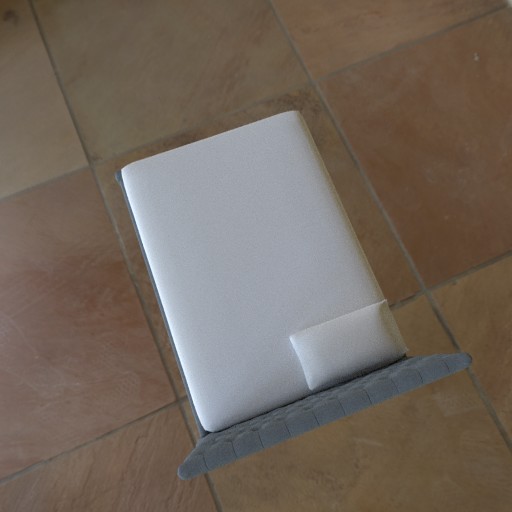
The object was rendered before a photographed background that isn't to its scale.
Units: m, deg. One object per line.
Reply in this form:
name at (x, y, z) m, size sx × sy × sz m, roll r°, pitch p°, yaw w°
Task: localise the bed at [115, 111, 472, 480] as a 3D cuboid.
bed at (0.000, 0.000, 3.275) m, size 1.698 × 1.411 × 2.335 m, roll -20°, pitch 76°, yaw -5°
